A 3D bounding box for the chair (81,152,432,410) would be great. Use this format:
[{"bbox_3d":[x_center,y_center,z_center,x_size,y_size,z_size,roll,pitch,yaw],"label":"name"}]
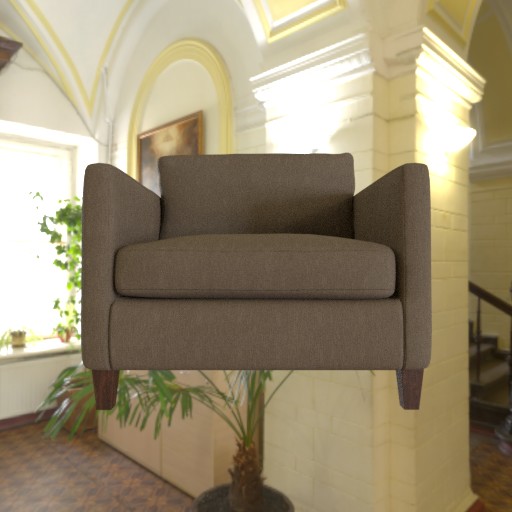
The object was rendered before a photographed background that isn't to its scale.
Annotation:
[{"bbox_3d":[0.000,0.000,1.798,1.107,0.963,0.959,0,-1,0],"label":"chair"}]
